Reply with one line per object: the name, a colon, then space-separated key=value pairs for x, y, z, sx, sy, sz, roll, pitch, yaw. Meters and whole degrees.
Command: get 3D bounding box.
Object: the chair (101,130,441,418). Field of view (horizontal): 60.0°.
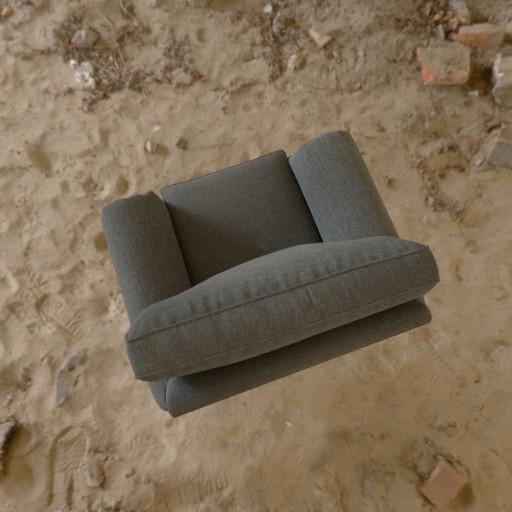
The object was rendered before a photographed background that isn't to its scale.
chair: x=0.000 y=0.000 z=1.827 sx=1.092 sy=0.961 sz=0.965 roll=-19 pitch=76 yaw=-5
